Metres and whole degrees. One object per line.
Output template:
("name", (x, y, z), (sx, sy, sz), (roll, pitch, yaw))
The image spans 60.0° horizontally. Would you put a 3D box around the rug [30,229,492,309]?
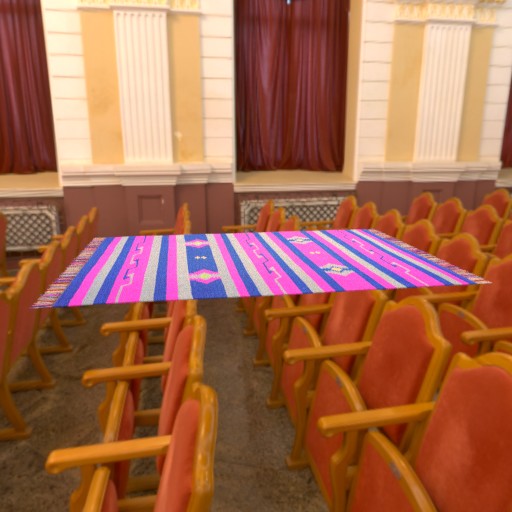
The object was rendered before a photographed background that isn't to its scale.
("rug", (0.000, 0.000, 2.920), (2.350, 0.013, 1.539), (-2, 15, -9))
